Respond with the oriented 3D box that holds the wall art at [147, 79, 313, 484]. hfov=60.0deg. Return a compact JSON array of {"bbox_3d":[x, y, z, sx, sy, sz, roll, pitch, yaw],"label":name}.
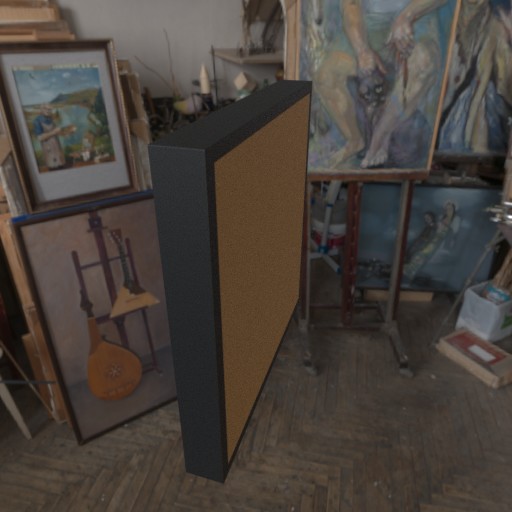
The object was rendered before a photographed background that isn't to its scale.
[{"bbox_3d":[0.000,0.000,0.457,0.038,0.304,0.304,9,30,16],"label":"wall art"}]
